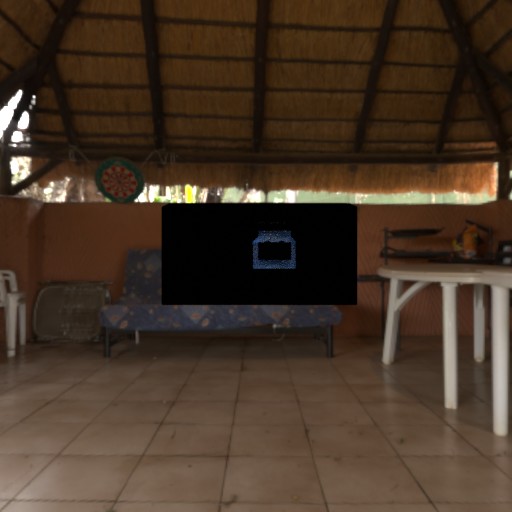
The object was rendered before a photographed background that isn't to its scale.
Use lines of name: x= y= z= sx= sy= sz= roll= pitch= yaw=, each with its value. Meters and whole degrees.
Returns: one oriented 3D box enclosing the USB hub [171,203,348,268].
USB hub: x=0.000 y=0.000 z=0.161 sx=0.044 sy=0.023 sz=0.145 roll=0 pitch=0 yaw=-1
